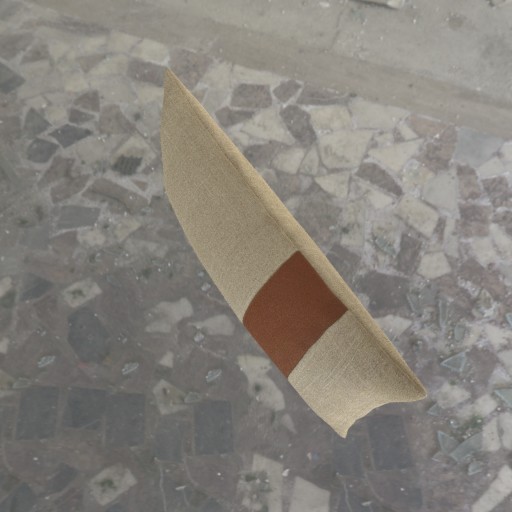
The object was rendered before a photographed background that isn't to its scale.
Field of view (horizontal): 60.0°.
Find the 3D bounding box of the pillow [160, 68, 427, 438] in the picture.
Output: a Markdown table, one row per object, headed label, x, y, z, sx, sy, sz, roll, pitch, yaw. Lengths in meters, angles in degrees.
| label | x | y | z | sx | sy | sz | roll | pitch | yaw |
| --- | --- | --- | --- | --- | --- | --- | --- | --- | --- |
| pillow | 0.000 | 0.000 | 0.721 | 0.155 | 0.282 | 0.612 | -30 | 67 | -14 |
